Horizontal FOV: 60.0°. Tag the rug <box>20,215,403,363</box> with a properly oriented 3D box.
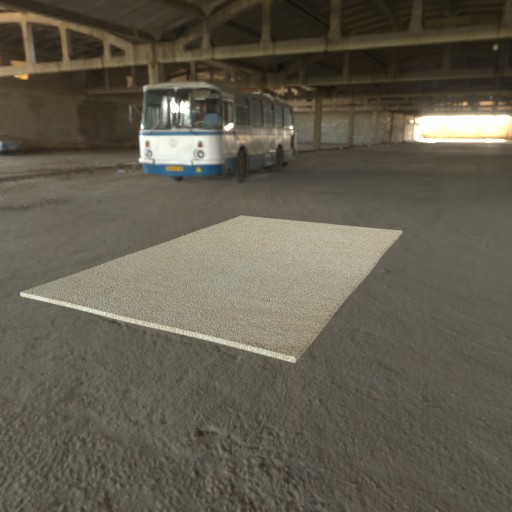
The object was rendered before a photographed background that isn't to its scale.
[{"bbox_3d":[0.000,0.000,2.932,1.500,0.025,2.346,8,18,26],"label":"rug"}]
